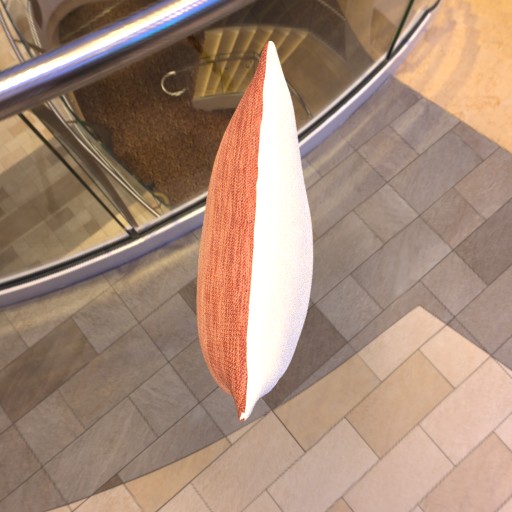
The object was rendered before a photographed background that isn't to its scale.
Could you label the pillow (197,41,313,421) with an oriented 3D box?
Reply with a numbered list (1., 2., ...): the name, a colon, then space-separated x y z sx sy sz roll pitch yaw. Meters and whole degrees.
1. pillow: 0.000 0.000 0.684 0.182 0.441 0.440 4 76 1
